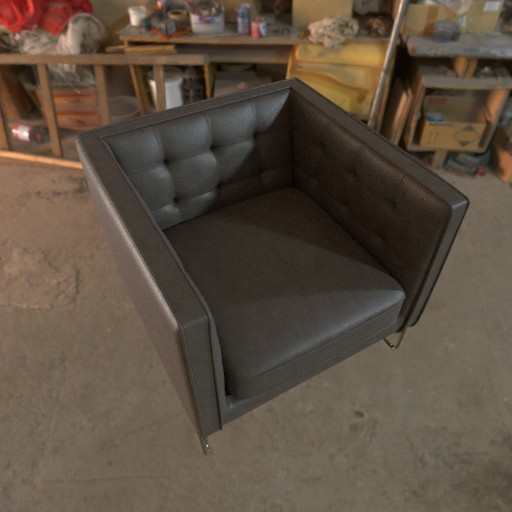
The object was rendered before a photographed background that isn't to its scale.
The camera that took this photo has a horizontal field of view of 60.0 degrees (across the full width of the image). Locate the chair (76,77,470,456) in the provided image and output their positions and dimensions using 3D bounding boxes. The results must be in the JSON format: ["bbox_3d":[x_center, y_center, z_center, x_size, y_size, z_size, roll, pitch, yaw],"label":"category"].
[{"bbox_3d":[0.000,0.000,1.575,0.880,0.790,0.894,-22,50,-20],"label":"chair"}]
